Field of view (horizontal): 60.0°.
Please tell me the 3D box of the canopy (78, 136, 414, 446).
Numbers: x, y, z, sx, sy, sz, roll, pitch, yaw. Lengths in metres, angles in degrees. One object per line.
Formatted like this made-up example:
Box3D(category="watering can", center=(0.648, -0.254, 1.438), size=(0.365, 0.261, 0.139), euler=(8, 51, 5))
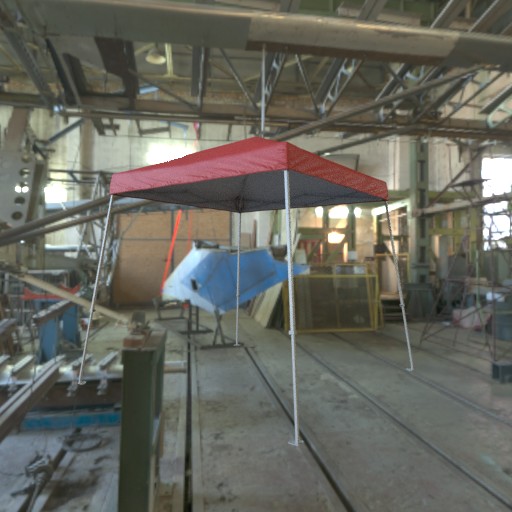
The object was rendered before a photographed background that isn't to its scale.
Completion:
Box3D(category="canopy", center=(0.000, 0.000, 6.661), size=(3.599, 3.600, 3.600), euler=(0, -1, 36))
